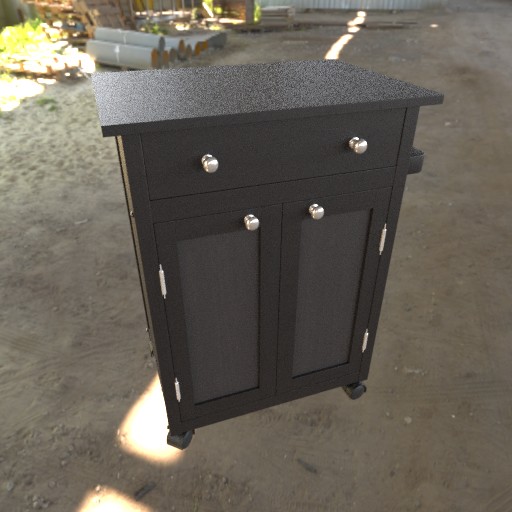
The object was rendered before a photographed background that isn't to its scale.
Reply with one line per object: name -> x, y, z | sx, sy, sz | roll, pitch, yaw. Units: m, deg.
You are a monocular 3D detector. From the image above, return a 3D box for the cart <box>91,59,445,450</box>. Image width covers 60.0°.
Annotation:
cart -> 0.000, 0.000, 1.184 | 0.660, 0.879, 0.456 | -11, 34, -16
